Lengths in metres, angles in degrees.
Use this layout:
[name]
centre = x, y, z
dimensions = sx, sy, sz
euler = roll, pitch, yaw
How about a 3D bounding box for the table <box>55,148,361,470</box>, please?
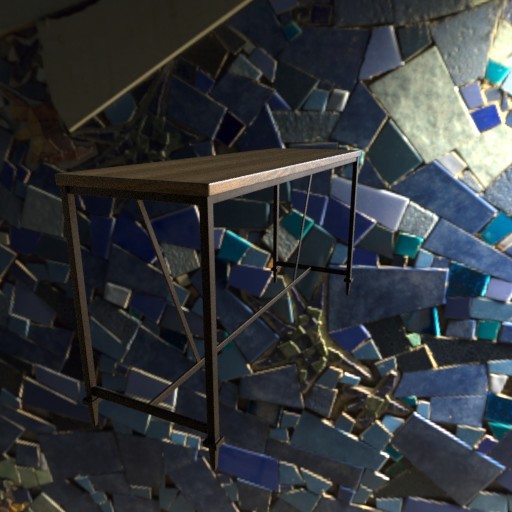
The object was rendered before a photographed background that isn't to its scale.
[table]
centre = 0.000, 0.000, 2.091
dimensions = 0.551, 0.902, 1.700
euler = 8, 18, 25
